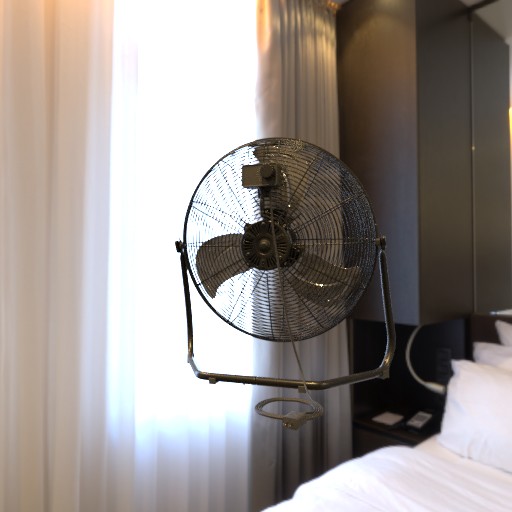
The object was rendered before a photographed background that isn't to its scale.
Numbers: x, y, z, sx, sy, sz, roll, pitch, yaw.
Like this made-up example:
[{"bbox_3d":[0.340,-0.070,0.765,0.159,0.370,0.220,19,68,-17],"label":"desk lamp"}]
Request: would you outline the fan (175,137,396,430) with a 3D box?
[{"bbox_3d":[0.000,0.000,1.020,0.595,0.605,0.470,-1,-2,19],"label":"fan"}]
